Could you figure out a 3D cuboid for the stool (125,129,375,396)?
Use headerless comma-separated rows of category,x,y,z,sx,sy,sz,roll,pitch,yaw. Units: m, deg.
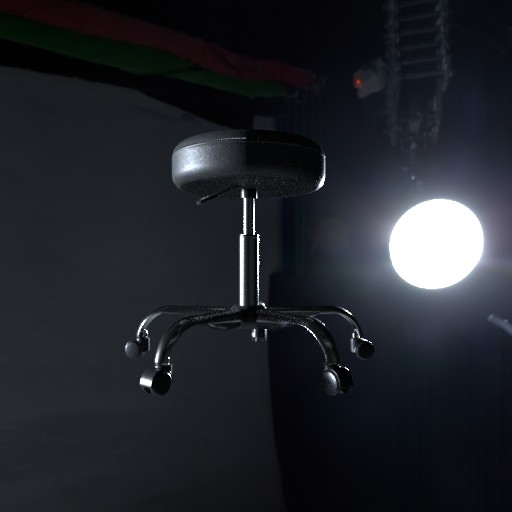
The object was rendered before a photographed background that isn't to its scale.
stool,0.000,0.000,1.155,0.673,0.576,0.638,1,-1,-35
